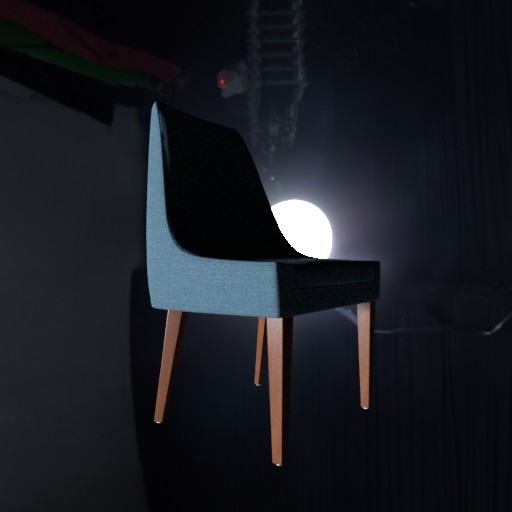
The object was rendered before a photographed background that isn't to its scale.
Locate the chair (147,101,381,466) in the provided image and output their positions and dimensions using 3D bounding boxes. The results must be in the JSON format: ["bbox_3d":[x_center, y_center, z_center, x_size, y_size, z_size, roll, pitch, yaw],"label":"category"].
[{"bbox_3d":[0.000,0.000,1.225,0.544,0.861,0.529,0,0,38],"label":"chair"}]
